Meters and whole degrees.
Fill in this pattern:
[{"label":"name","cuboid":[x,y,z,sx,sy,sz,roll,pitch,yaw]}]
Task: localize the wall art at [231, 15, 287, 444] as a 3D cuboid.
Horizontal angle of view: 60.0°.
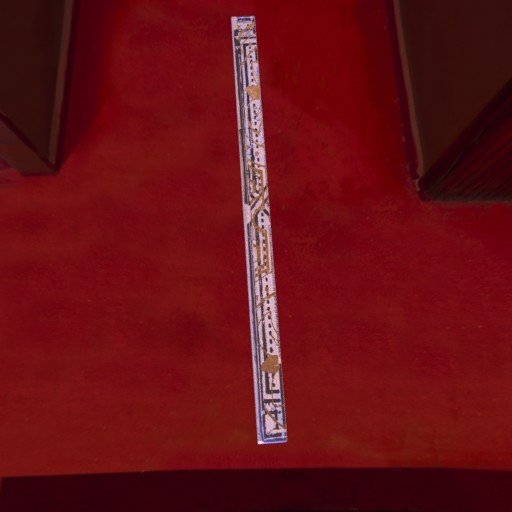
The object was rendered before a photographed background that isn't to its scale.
[{"label":"wall art","cuboid":[0.000,0.000,0.899,0.036,0.607,0.609,-4,77,-1]}]
